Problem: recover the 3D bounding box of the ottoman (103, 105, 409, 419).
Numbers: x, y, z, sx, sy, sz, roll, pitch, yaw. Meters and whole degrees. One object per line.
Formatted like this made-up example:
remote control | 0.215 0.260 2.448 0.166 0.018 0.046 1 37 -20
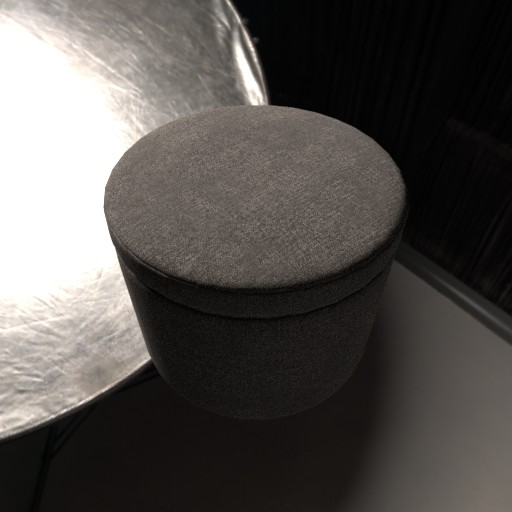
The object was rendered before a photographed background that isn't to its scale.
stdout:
ottoman | 0.000 0.000 0.872 0.500 0.419 0.500 0 46 0
